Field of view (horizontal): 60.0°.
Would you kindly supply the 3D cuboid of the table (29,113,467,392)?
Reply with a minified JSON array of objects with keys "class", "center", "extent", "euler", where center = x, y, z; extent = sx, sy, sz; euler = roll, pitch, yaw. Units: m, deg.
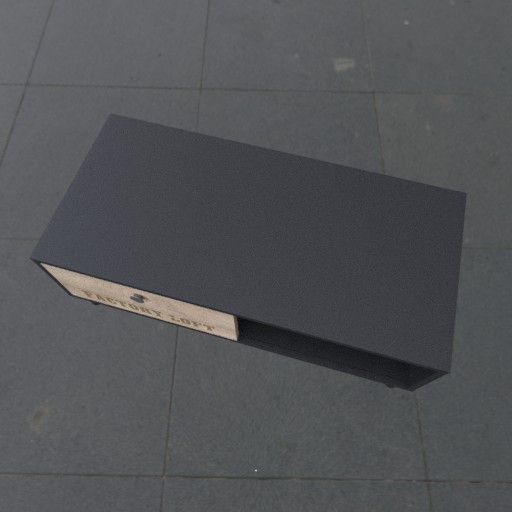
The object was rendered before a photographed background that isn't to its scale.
[{"class":"table","center":[0.000,0.000,1.399],"extent":[1.100,0.400,0.550],"euler":[14,65,7]}]
